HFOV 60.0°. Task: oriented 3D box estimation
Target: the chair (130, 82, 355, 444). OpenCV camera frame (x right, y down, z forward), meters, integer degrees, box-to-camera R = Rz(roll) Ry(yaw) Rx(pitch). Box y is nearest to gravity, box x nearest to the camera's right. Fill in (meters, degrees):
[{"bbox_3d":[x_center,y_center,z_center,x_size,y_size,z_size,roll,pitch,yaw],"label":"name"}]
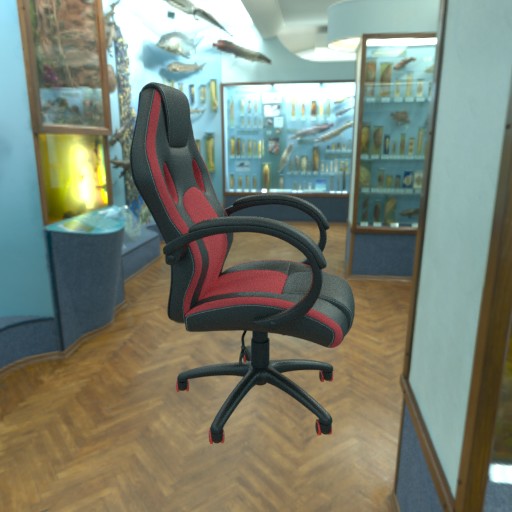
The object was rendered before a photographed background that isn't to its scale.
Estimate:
[{"bbox_3d":[0.000,0.000,1.626,0.724,1.187,0.673,2,15,10],"label":"chair"}]
